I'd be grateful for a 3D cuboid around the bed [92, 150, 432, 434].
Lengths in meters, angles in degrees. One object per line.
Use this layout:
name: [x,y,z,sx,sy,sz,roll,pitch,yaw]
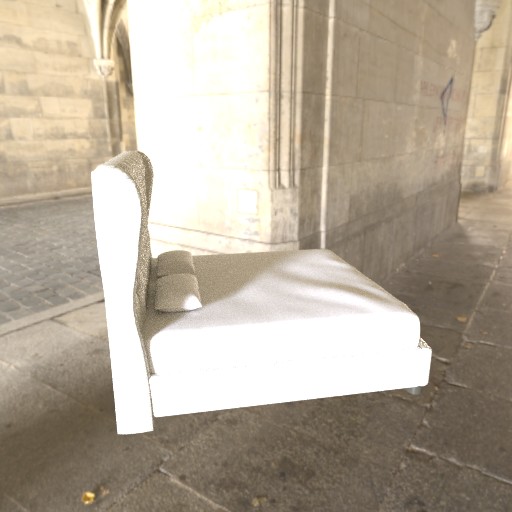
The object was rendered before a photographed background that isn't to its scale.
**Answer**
bed: [0.000,0.000,3.969,2.347,1.771,2.219,-3,16,-11]
